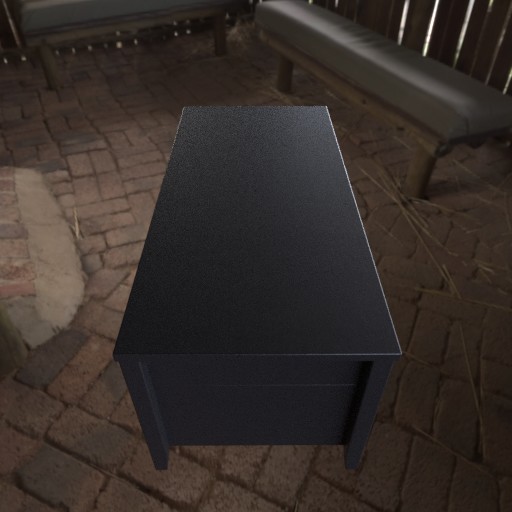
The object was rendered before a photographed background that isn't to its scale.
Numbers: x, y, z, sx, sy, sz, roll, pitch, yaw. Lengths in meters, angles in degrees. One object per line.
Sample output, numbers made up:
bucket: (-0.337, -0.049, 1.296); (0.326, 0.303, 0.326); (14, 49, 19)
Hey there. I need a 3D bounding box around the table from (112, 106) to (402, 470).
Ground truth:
table: (0.000, 0.000, 1.268); (0.483, 0.457, 1.016); (0, 41, 0)
